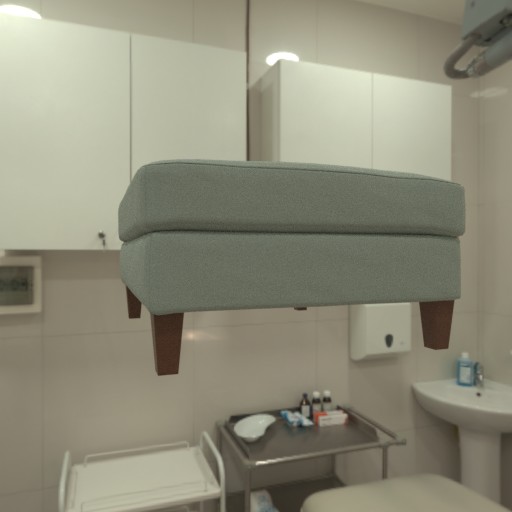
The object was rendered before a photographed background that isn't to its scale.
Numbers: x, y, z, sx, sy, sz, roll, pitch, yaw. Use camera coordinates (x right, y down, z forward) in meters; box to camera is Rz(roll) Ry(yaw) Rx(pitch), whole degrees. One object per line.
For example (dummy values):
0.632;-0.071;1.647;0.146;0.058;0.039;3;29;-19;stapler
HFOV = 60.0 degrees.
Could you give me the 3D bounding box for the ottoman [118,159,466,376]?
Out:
0.000;0.000;1.475;0.842;0.494;0.991;0;0;-20;ottoman
